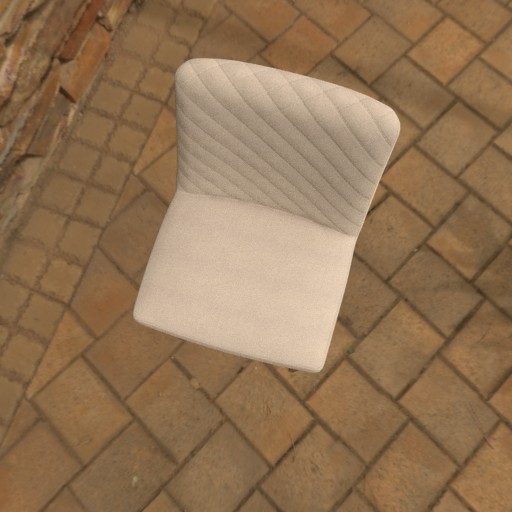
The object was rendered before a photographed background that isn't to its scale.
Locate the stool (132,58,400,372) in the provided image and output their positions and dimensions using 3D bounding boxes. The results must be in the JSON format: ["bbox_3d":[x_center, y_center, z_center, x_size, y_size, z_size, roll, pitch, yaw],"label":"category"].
[{"bbox_3d":[0.000,0.000,1.286,0.507,0.973,0.576,16,76,4],"label":"stool"}]
